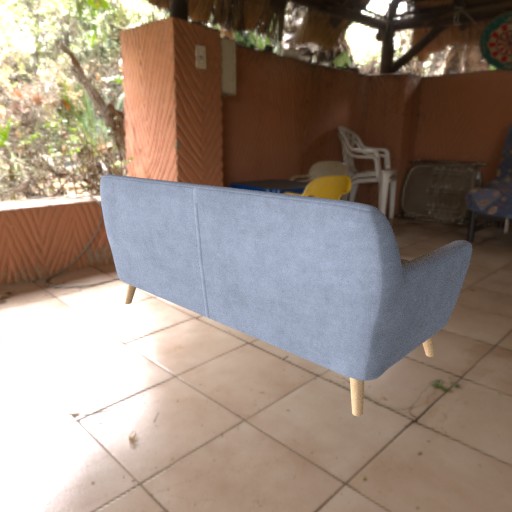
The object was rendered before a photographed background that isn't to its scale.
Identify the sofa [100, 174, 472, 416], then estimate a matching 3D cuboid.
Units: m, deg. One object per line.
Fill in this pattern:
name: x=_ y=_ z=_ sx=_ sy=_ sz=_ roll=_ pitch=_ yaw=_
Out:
sofa: x=0.000 y=0.000 z=2.406 sx=1.970 sy=0.830 sz=0.830 roll=14 pitch=20 yaw=42
